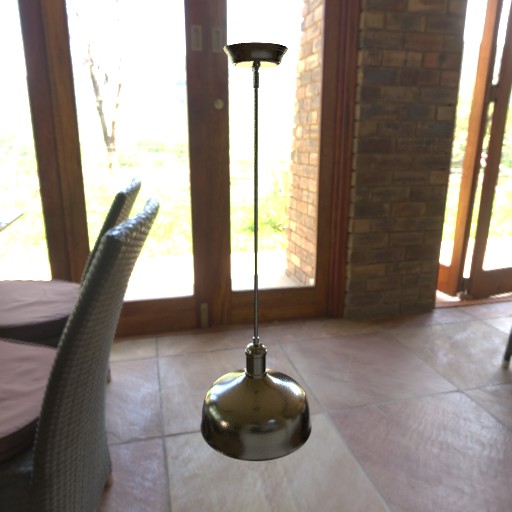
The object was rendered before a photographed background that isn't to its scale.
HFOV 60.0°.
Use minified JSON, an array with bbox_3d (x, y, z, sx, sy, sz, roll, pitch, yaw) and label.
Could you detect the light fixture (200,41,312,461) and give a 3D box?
[{"bbox_3d":[0.000,0.000,1.085,0.299,0.935,0.299,-3,15,-10],"label":"light fixture"}]
